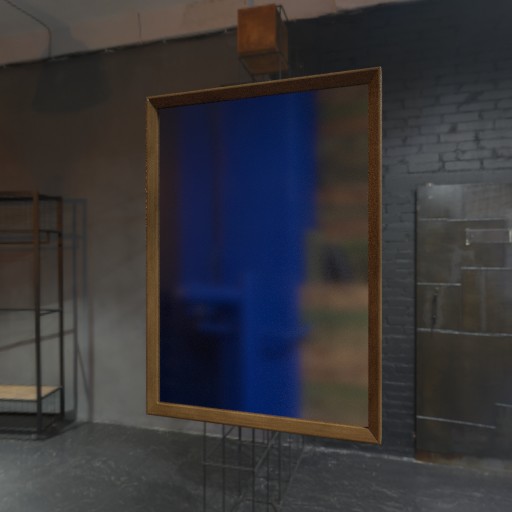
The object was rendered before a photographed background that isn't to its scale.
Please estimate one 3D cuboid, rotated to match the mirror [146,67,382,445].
[{"bbox_3d":[0.000,0.000,0.930,0.508,0.711,0.039,0,0,19],"label":"mirror"}]
